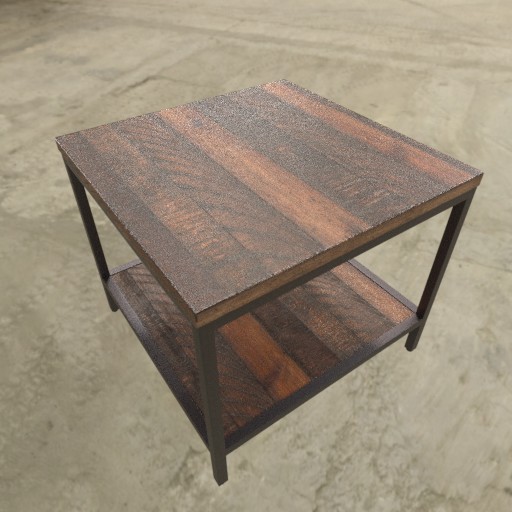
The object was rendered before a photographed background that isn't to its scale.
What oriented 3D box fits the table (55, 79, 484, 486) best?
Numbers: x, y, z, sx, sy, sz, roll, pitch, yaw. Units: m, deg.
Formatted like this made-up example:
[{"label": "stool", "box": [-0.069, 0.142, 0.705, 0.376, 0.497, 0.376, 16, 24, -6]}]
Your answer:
[{"label": "table", "box": [0.000, 0.000, 0.950, 0.553, 0.482, 0.548, -25, 46, -26]}]
